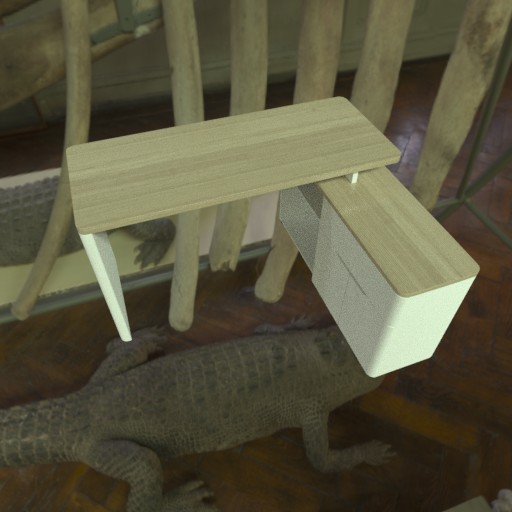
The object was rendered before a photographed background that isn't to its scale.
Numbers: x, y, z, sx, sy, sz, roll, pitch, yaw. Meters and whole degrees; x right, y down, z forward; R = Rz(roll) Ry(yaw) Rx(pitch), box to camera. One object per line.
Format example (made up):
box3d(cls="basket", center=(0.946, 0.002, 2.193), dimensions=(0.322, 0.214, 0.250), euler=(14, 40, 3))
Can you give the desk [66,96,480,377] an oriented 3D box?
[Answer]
box3d(cls="desk", center=(0.000, 0.000, 2.064), dimensions=(1.400, 0.770, 1.175), euler=(-15, 49, -14))
